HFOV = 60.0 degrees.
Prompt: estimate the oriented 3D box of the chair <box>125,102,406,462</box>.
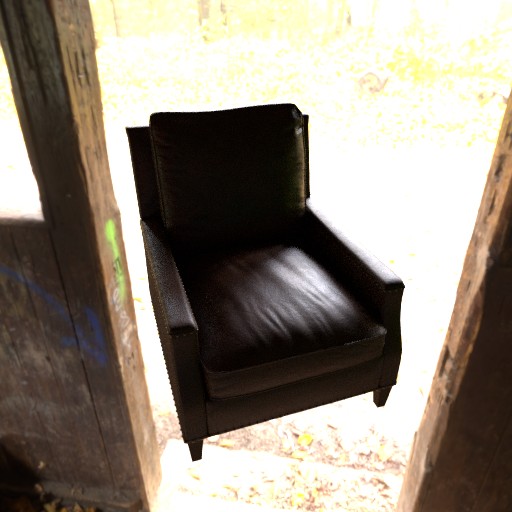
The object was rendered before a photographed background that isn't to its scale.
[{"bbox_3d":[0.000,0.000,1.824,0.854,1.054,1.035,-10,31,-16],"label":"chair"}]
